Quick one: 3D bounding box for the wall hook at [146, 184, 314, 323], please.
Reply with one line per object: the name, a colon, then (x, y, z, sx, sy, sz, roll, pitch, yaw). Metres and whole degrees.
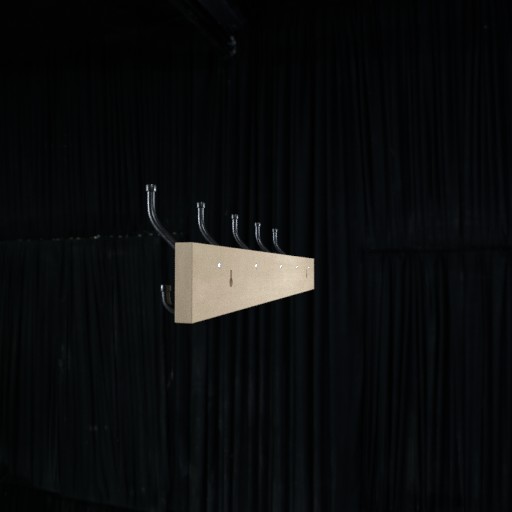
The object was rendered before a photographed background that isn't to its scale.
wall hook: (0.000, 0.000, 0.611, 0.071, 0.117, 0.571, 0, -2, 16)
